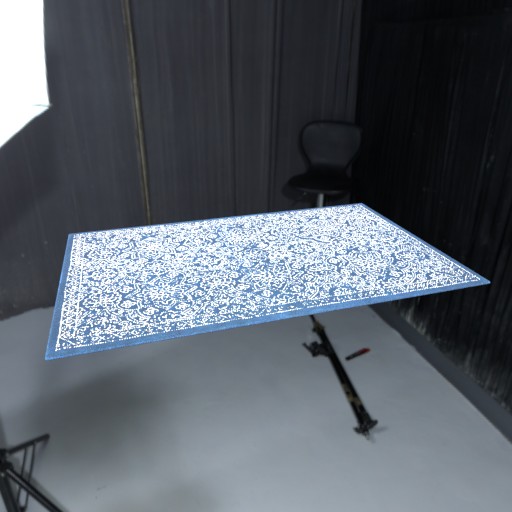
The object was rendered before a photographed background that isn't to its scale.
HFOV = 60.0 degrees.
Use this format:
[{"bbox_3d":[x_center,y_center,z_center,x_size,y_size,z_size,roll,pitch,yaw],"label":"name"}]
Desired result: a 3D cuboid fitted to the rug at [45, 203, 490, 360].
[{"bbox_3d":[0.000,0.000,2.959,2.441,0.015,1.526,-7,26,-15],"label":"rug"}]
